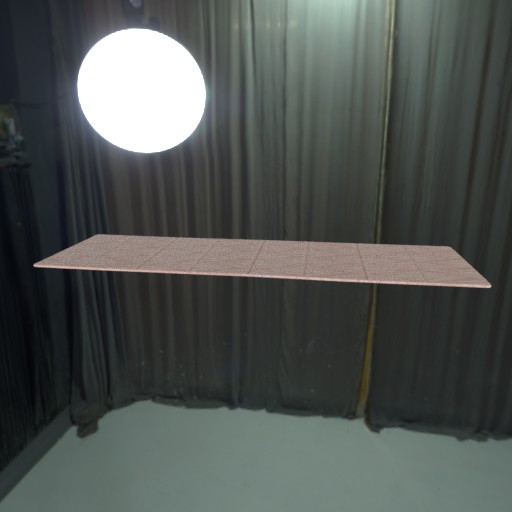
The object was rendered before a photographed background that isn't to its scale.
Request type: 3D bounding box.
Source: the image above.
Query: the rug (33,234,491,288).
[{"bbox_3d":[0.000,0.000,2.674,2.435,0.015,0.760,2,16,8],"label":"rug"}]
